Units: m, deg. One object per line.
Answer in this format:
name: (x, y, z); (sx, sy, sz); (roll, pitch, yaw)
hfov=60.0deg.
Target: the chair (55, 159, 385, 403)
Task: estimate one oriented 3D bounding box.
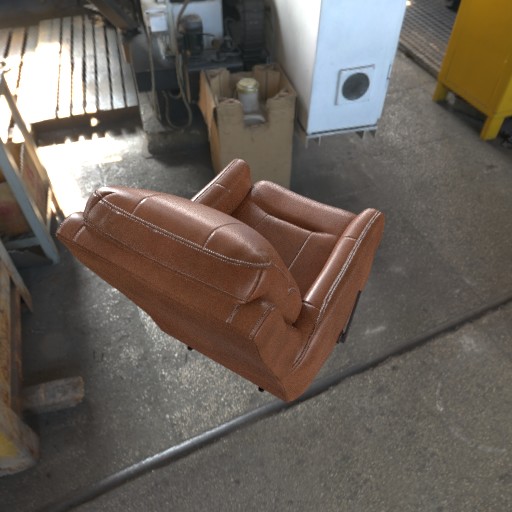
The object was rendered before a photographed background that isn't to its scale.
chair: (0.000, 0.000, 1.735); (0.821, 1.016, 1.072); (25, 52, 21)
